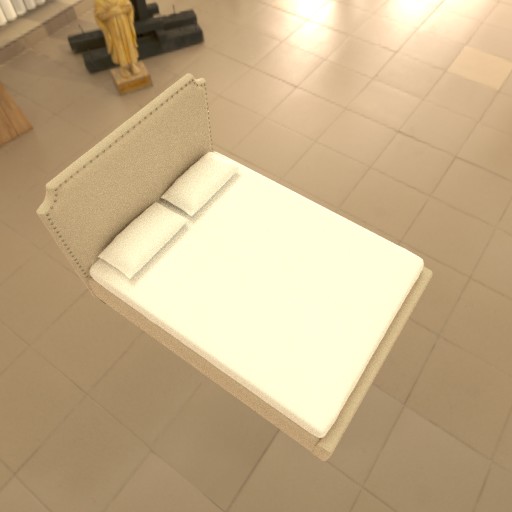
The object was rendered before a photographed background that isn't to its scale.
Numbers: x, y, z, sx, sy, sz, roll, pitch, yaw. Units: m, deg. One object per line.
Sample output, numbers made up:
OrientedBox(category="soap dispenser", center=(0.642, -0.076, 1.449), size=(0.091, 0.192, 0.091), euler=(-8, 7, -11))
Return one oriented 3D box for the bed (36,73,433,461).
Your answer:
OrientedBox(category="bed", center=(0.000, 0.000, 3.388), size=(2.372, 1.443, 1.713), euler=(31, 62, 18))
